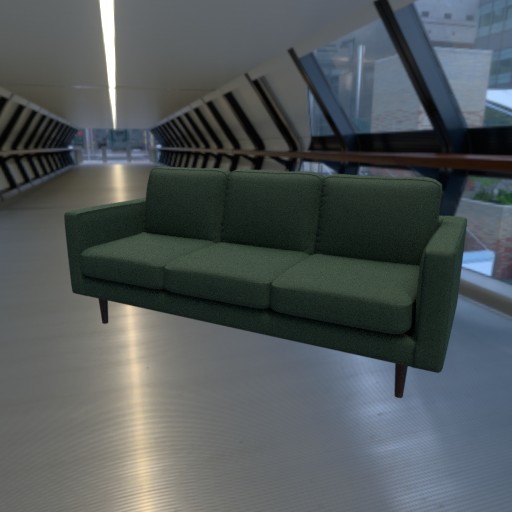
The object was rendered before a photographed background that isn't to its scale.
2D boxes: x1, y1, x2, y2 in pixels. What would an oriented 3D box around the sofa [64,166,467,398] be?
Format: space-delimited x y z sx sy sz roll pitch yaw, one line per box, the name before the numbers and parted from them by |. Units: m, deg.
sofa | 0.000 0.000 2.439 2.029 0.899 0.879 8 17 26
